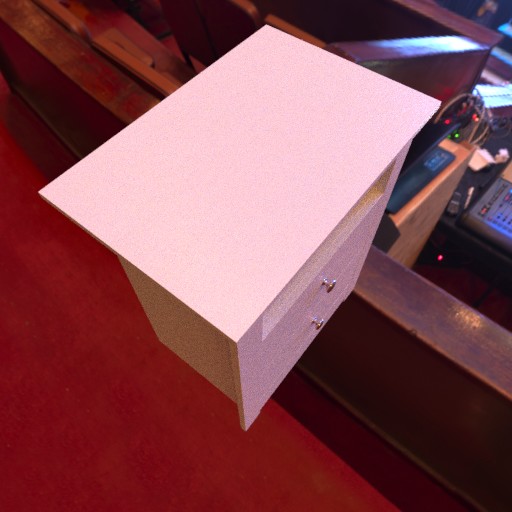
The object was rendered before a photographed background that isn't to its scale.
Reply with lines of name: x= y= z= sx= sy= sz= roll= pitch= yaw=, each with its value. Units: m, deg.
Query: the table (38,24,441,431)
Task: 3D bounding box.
table: x=0.000 y=0.000 z=1.052 sx=0.406 sy=0.711 sz=0.589 roll=34 pitch=64 yaw=19
